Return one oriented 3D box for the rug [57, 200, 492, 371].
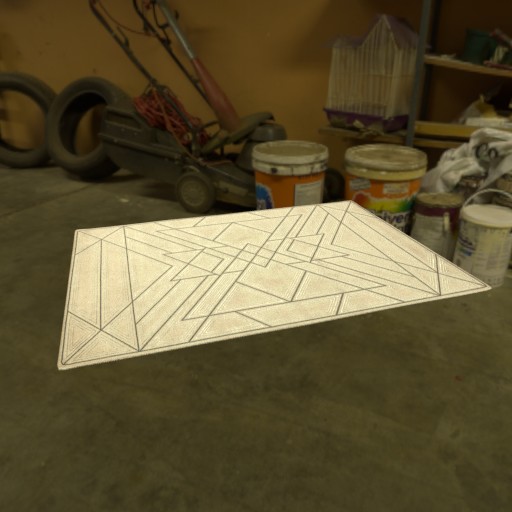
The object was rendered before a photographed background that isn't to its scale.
[{"bbox_3d":[0.000,0.000,4.270,3.381,0.026,2.436,-8,27,-16],"label":"rug"}]
